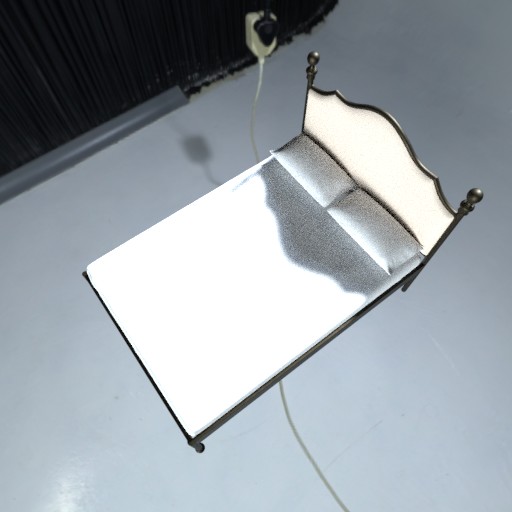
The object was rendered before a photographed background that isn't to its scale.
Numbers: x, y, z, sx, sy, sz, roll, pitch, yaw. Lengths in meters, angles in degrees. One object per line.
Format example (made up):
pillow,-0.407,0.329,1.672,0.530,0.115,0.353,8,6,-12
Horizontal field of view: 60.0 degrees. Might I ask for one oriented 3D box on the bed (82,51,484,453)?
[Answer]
bed,0.000,0.000,3.147,2.170,1.462,1.533,-34,68,-16
